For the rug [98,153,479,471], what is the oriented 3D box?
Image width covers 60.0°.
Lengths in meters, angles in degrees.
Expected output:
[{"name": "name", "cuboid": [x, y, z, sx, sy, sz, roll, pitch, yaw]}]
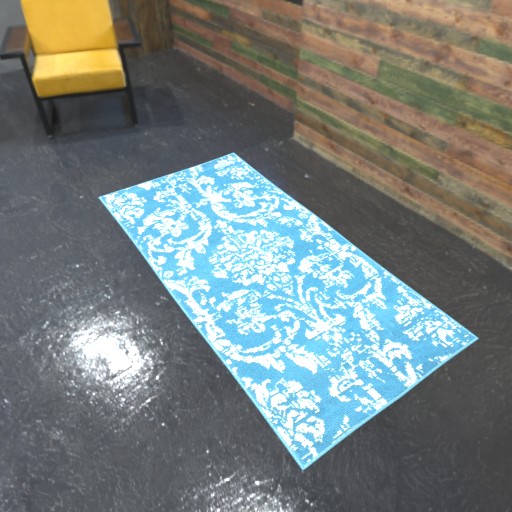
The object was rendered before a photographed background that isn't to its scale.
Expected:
[{"name": "rug", "cuboid": [0.000, 0.000, 1.426, 0.604, 0.007, 1.219, -25, 48, -25]}]
